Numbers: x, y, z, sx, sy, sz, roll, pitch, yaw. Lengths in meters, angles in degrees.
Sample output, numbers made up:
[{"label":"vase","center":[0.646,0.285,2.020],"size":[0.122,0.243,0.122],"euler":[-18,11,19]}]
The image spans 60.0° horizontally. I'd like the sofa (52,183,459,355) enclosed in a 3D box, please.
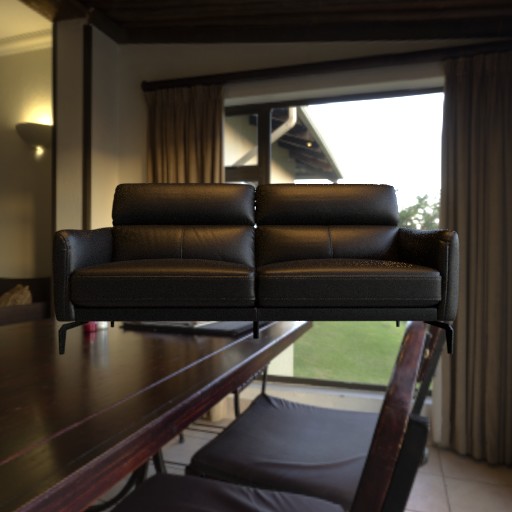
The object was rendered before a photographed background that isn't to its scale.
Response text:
[{"label":"sofa","center":[0.000,0.000,2.567],"size":[2.069,0.957,0.856],"euler":[0,0,0]}]
